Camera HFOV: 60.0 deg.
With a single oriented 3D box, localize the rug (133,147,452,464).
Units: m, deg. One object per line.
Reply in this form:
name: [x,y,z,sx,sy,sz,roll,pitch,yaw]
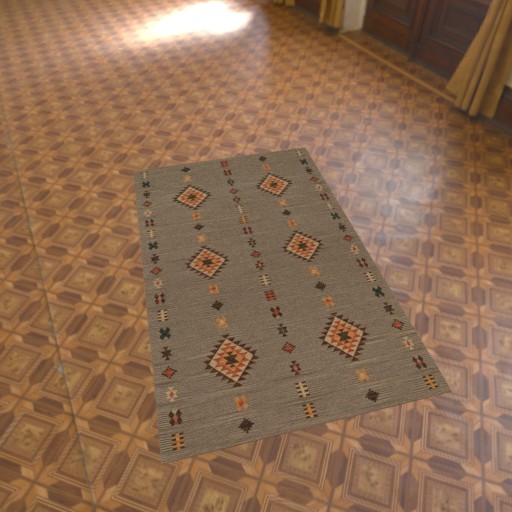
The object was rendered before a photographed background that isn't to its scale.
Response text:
rug: [0.000,0.000,3.018,1.515,0.007,2.427,-10,46,-10]
